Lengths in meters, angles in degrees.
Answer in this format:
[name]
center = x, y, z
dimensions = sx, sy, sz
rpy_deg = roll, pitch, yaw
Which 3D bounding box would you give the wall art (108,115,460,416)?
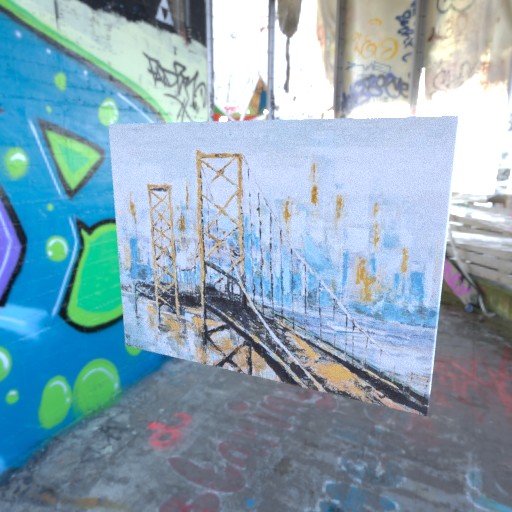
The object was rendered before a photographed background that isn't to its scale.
[wall art]
center = 0.000, 0.000, 1.302
dimensions = 1.016, 0.762, 0.038
rpy_deg = 6, 15, 24
